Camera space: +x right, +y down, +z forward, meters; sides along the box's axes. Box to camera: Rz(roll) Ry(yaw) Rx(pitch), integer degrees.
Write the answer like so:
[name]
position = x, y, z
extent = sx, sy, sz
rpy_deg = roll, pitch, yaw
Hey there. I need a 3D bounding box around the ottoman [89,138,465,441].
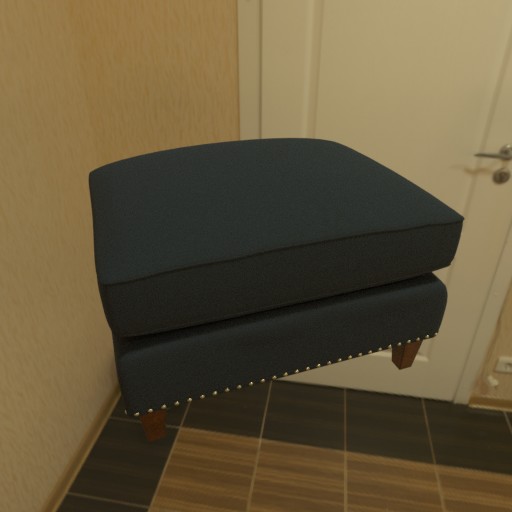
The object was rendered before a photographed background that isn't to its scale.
[ottoman]
position = 0.000, 0.000, 1.128
extent = 0.741, 0.513, 0.584
rpy_deg = -10, 32, -17
